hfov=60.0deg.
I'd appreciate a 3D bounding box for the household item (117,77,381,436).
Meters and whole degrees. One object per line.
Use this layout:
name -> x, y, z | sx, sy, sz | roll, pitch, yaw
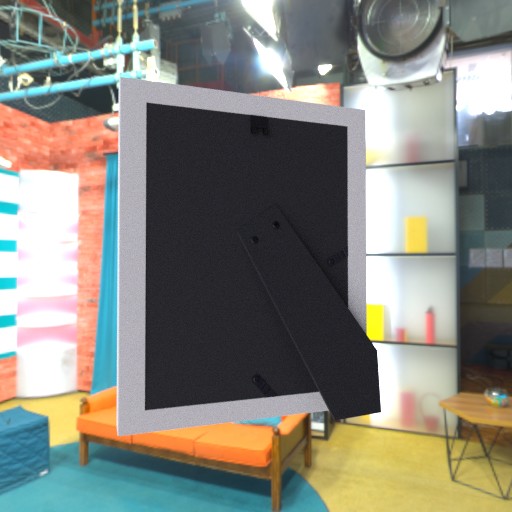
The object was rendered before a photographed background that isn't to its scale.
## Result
household item -> 0.000, 0.000, 0.338 | 0.200, 0.250, 0.045 | 0, -1, -19
